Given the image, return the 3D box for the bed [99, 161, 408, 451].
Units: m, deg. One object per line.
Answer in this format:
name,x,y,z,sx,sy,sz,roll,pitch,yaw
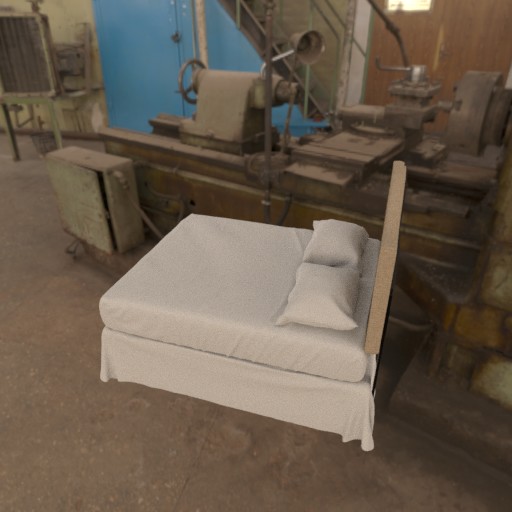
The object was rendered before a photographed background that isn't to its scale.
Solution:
bed,0.000,0.000,3.573,2.221,1.645,1.876,9,31,15
